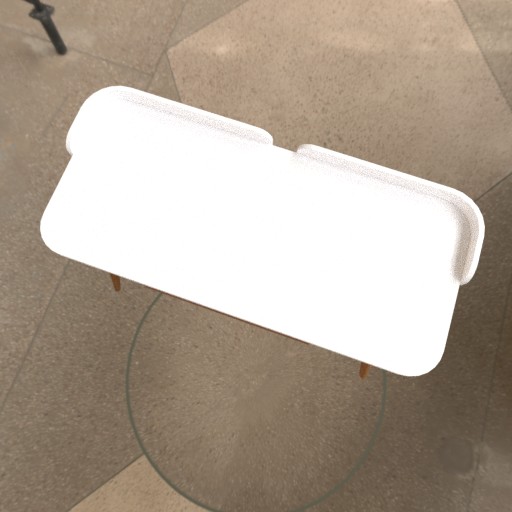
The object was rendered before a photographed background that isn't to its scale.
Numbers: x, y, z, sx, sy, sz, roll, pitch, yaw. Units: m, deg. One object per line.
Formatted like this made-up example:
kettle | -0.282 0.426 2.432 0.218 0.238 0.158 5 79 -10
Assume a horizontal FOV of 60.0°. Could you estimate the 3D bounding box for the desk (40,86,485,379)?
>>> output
desk | 0.000 0.000 1.609 1.206 0.807 0.534 19 76 5
